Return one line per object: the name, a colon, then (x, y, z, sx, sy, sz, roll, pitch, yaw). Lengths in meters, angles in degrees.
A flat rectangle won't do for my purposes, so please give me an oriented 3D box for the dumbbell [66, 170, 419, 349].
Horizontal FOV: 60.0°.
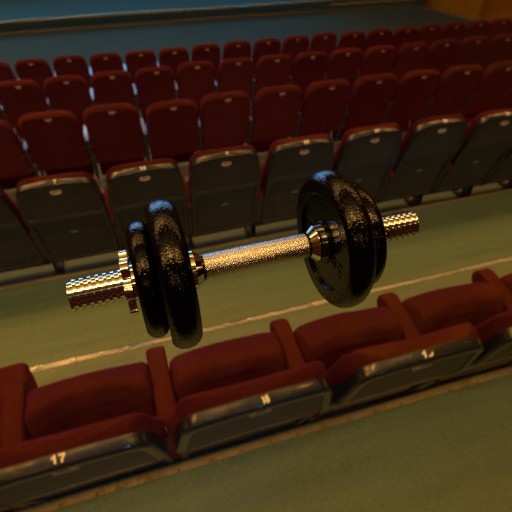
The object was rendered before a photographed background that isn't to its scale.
dumbbell: (0.000, 0.000, 0.620, 0.497, 0.202, 0.202, -12, 44, -13)
